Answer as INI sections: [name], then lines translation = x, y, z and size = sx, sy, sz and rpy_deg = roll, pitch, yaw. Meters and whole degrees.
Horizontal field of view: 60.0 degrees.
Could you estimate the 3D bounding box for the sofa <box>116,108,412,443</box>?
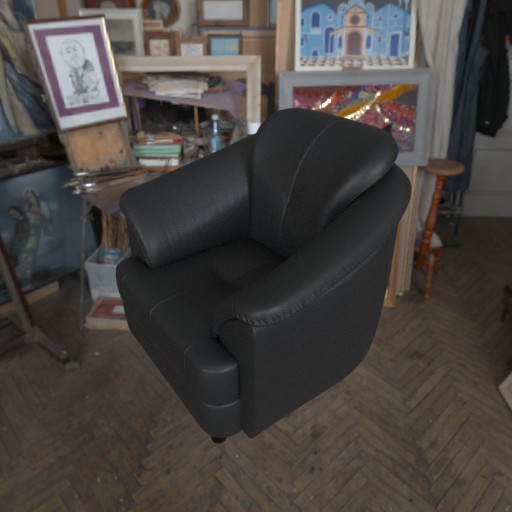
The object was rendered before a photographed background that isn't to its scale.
[sofa]
translation = 0.000, 0.000, 1.491
size = 0.794, 0.811, 0.870
rpy_deg = -21, 37, -30
